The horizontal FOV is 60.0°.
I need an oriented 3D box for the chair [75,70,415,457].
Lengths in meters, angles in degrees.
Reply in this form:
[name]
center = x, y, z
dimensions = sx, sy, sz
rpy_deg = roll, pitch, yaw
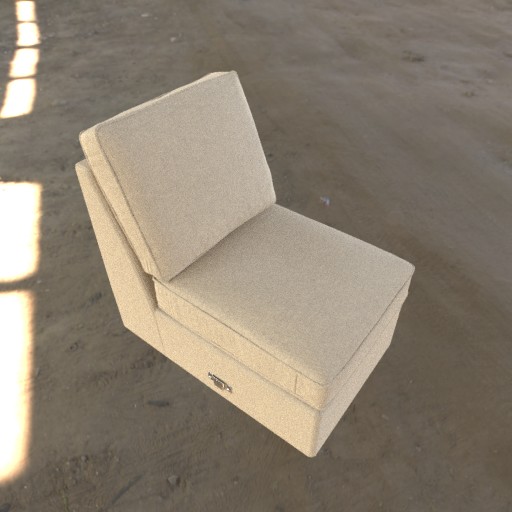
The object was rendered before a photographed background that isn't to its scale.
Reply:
[chair]
center = 0.000, 0.000, 1.522
dimensions = 0.938, 0.970, 0.621
rpy_deg = 27, 47, 27
